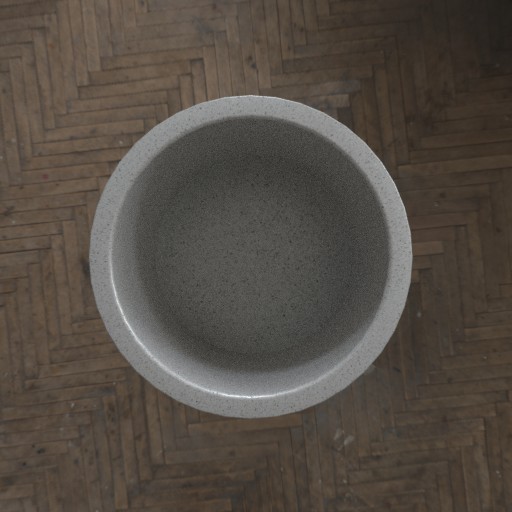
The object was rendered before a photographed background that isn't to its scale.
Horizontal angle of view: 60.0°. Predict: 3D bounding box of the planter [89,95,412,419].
[{"bbox_3d":[0.000,0.000,0.724,0.368,0.484,0.359,0,90,0],"label":"planter"}]
